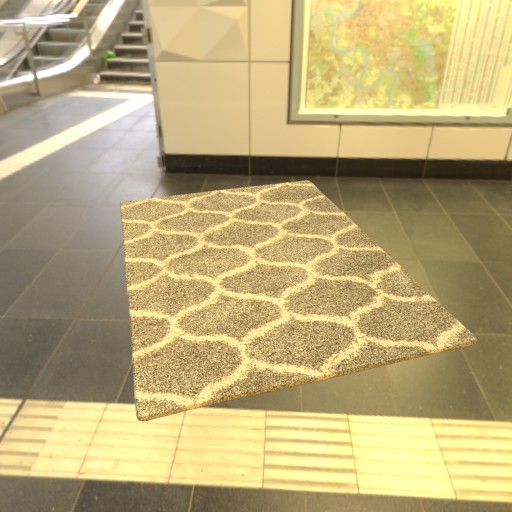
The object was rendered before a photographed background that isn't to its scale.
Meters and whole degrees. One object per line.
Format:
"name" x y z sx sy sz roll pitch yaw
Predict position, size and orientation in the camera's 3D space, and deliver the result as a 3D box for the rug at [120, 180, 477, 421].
"rug" 0.000 0.000 2.099 1.200 0.025 1.600 -9 32 -14
